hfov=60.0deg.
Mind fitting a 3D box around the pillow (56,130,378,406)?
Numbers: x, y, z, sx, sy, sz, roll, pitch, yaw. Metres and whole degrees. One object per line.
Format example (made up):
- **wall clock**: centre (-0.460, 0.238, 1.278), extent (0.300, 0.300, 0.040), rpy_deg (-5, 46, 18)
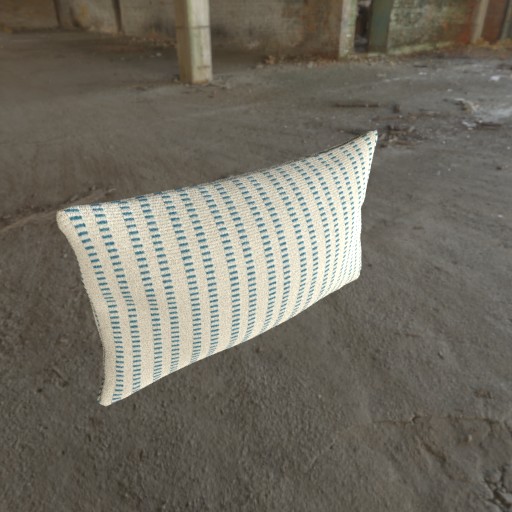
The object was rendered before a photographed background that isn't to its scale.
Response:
- **pillow**: centre (0.000, 0.000, 0.804), extent (0.640, 0.353, 0.210), rpy_deg (-22, 37, -33)
